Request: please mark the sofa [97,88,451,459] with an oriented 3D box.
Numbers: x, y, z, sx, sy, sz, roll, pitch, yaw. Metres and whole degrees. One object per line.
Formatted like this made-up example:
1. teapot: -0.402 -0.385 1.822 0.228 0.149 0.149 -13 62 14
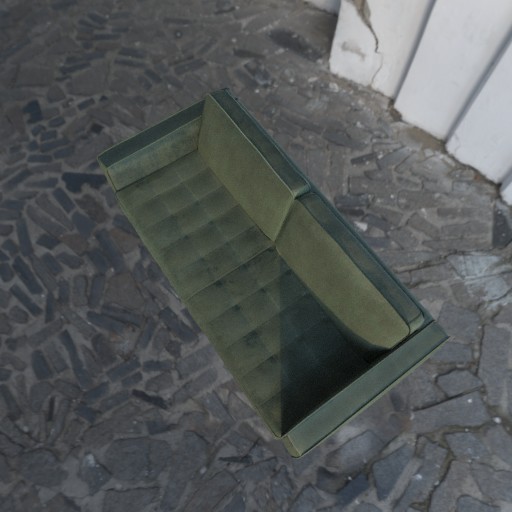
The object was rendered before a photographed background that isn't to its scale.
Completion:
1. sofa: 0.000 0.000 2.327 0.886 0.781 1.816 -33 70 -14
